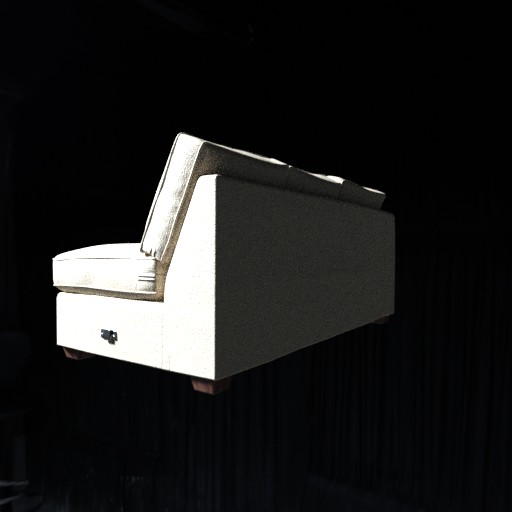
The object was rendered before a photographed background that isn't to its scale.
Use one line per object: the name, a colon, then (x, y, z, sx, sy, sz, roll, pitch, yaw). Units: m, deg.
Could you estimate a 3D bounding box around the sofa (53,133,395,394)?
sofa: (0.000, 0.000, 2.592, 1.034, 0.946, 1.962, 1, 1, 35)
